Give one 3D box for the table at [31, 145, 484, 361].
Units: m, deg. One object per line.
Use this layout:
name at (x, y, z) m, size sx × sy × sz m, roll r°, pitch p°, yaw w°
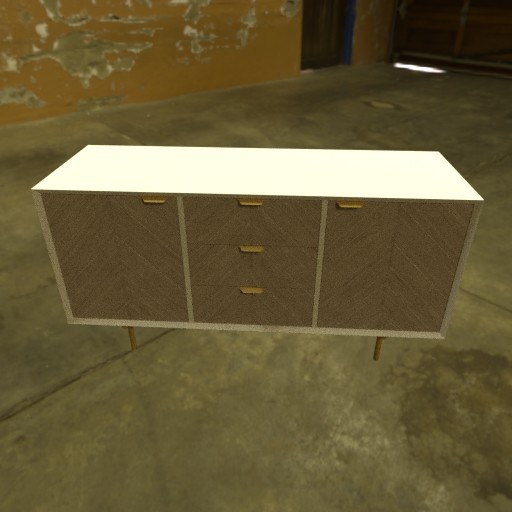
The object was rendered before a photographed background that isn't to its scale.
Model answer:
table at (0.000, 0.000, 1.875) m, size 1.500 × 0.769 × 0.508 m, roll 2°, pitch 31°, yaw 3°
